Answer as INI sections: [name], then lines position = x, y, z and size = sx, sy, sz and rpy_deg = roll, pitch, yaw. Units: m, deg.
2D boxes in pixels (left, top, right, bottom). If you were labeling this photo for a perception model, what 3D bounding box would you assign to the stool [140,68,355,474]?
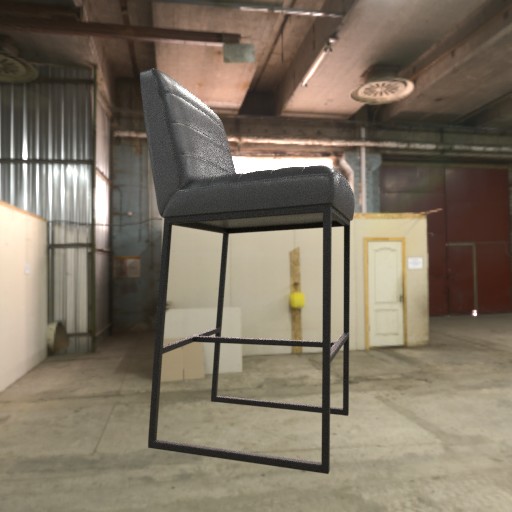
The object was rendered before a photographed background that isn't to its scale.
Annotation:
[stool]
position = 0.000, 0.000, 1.340
size = 0.552, 1.040, 0.457
rpy_deg = 0, -1, 18
